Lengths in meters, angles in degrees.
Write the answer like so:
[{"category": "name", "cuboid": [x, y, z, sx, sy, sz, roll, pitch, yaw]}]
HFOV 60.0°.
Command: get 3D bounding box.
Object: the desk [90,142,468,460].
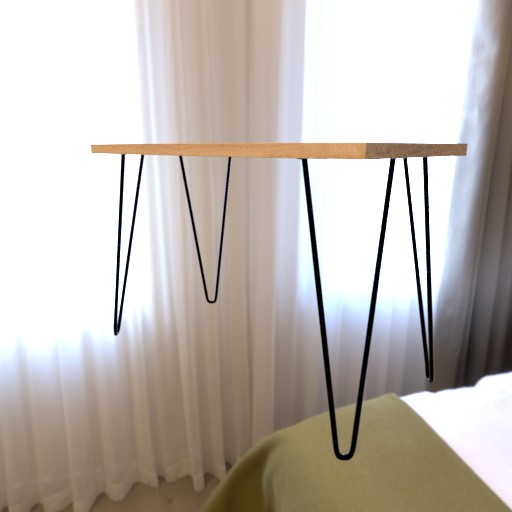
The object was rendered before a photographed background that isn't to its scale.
[{"category": "desk", "cuboid": [0.000, 0.000, 1.346, 0.991, 0.660, 0.499, 13, 19, 42]}]
